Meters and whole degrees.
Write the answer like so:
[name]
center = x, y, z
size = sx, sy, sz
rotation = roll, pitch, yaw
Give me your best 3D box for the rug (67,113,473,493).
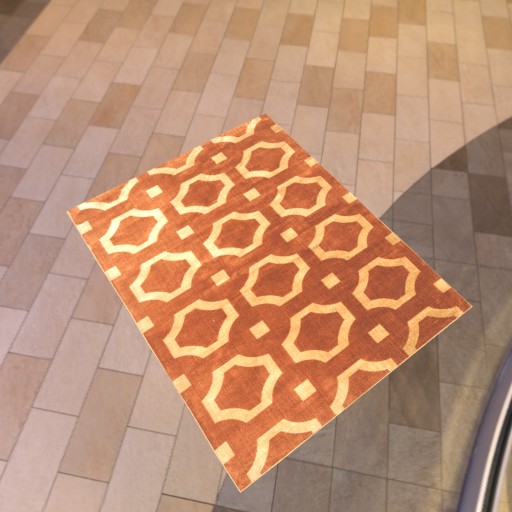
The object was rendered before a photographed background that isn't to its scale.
[rug]
center = 0.000, 0.000, 4.135
size = 2.466, 0.021, 3.049
rotation = -31, 63, -18
